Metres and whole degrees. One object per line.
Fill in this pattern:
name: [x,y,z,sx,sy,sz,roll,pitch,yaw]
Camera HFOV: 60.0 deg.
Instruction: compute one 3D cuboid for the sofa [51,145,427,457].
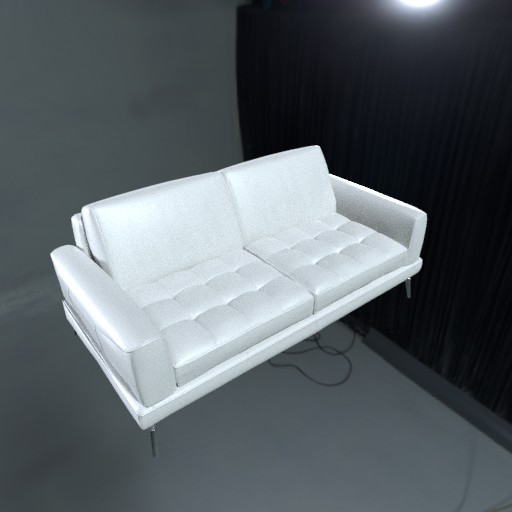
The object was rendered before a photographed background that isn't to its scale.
sofa: [0.000,0.000,2.787,2.177,0.930,1.121,-22,38,-32]
